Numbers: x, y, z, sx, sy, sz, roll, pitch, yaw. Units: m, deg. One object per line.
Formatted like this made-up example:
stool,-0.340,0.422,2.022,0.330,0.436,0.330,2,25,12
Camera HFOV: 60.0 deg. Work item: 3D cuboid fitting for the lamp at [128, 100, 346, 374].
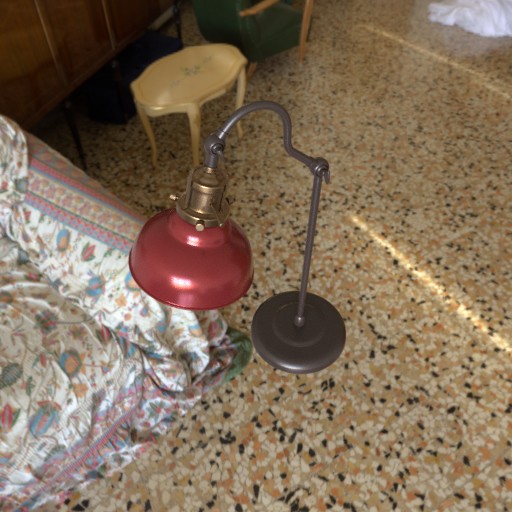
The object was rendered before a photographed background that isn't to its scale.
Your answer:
lamp,0.000,0.000,0.688,0.374,0.508,0.192,-16,48,-15
